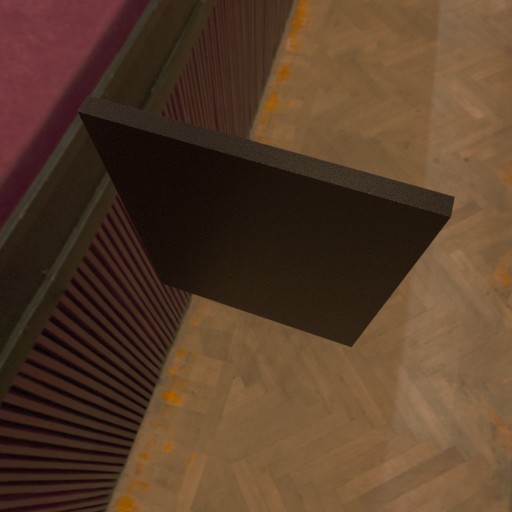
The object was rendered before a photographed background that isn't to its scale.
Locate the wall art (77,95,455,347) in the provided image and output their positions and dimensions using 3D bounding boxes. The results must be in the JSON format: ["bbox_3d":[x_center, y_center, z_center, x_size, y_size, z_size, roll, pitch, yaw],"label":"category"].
[{"bbox_3d":[0.000,0.000,0.769,0.457,0.557,0.028,18,65,8],"label":"wall art"}]
